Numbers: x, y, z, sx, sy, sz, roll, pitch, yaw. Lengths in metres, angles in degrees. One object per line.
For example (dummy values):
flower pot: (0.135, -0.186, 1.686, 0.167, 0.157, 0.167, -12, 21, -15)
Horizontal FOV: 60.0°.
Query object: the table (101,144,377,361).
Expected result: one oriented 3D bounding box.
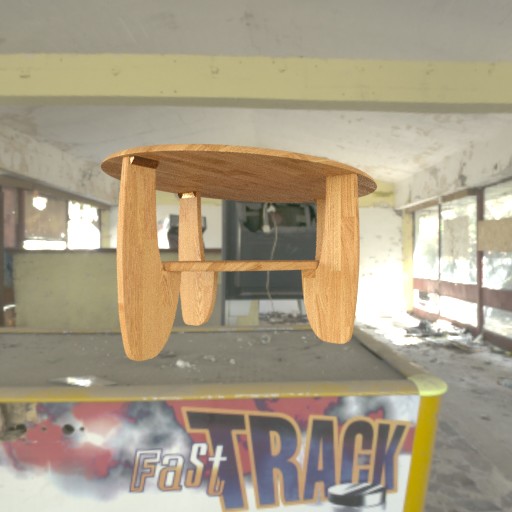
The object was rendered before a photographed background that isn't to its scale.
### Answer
table: (0.000, 0.000, 1.414, 0.690, 0.490, 1.040, 0, 0, 36)
